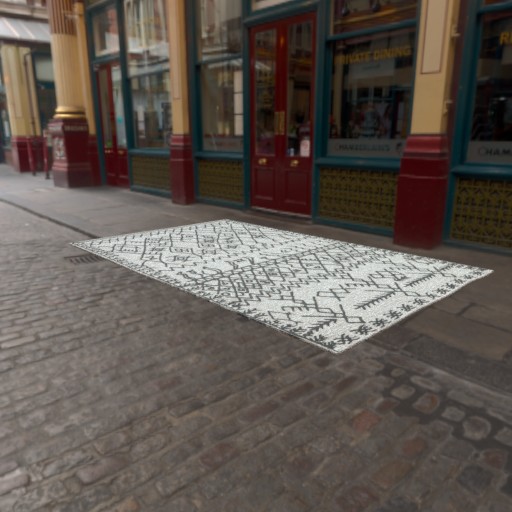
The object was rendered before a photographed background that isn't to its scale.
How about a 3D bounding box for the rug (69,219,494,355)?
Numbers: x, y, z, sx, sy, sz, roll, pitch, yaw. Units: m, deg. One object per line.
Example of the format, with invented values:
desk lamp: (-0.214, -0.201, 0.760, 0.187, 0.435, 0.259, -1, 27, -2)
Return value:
rug: (0.000, 0.000, 4.607, 2.393, 0.019, 3.824, -13, 20, -42)
